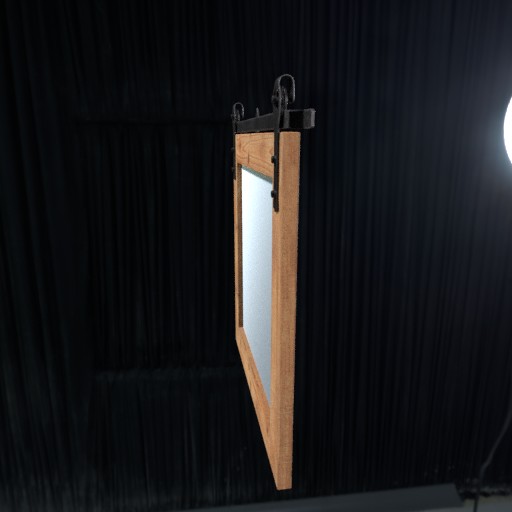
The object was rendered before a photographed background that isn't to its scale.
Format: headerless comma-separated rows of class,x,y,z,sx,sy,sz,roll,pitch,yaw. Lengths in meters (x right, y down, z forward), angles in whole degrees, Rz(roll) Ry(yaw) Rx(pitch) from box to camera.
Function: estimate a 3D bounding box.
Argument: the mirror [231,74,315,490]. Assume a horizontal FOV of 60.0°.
mirror,0.000,0.000,1.160,0.054,0.800,0.805,-2,15,-9
